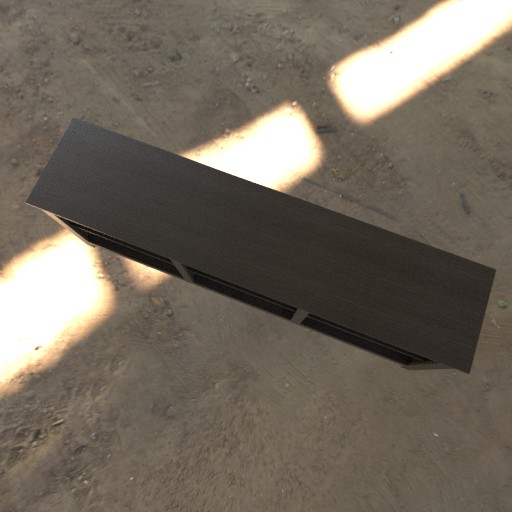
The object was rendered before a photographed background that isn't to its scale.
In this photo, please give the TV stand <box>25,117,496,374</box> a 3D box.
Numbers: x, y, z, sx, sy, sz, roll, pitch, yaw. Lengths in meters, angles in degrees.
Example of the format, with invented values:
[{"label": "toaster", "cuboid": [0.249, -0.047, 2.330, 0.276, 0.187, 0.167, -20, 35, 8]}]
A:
[{"label": "TV stand", "cuboid": [0.000, 0.000, 1.992, 1.778, 0.610, 0.406, 21, 76, 5]}]
